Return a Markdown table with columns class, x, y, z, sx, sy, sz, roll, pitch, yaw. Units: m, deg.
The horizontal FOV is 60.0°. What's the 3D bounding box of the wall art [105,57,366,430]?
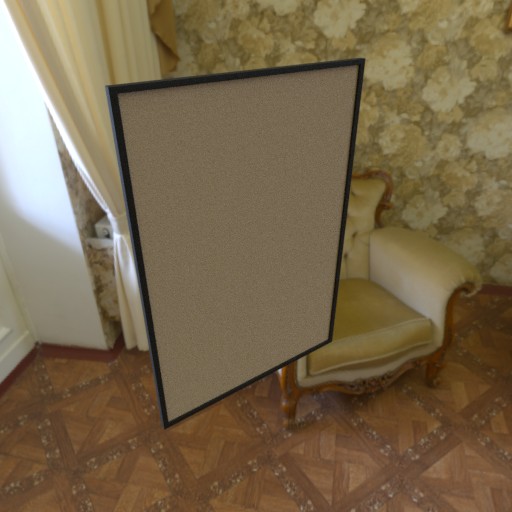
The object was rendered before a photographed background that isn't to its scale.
| class | x | y | z | sx | sy | sz | roll | pitch | yaw |
| --- | --- | --- | --- | --- | --- | --- | --- | --- | --- |
| wall art | 0.000 | 0.000 | 0.843 | 0.460 | 0.660 | 0.013 | -20 | 36 | -29 |
